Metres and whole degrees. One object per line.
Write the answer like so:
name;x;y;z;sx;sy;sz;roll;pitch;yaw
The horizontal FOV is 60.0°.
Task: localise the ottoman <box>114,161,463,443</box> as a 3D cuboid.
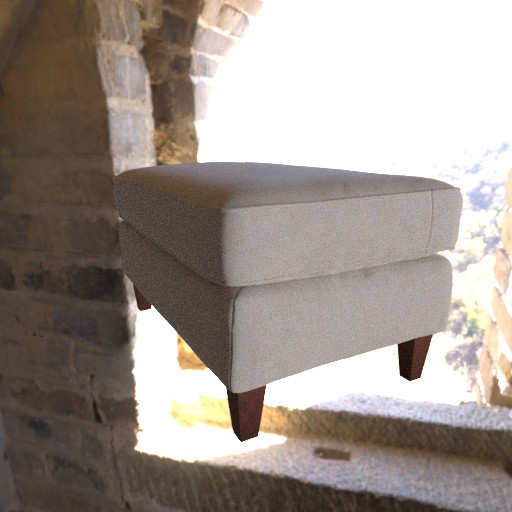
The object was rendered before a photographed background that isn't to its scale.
ottoman;0.000;0.000;1.206;0.583;0.484;0.862;-8;17;-27
